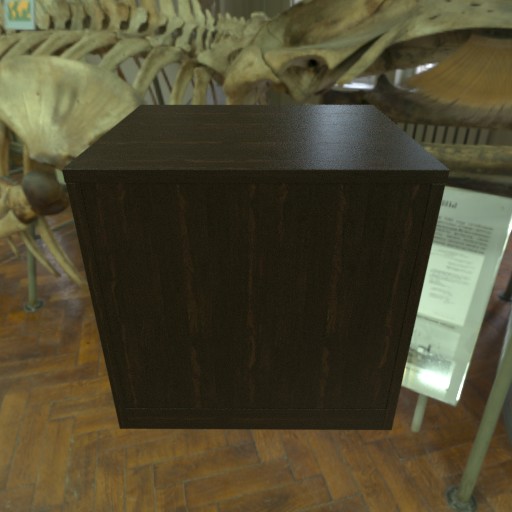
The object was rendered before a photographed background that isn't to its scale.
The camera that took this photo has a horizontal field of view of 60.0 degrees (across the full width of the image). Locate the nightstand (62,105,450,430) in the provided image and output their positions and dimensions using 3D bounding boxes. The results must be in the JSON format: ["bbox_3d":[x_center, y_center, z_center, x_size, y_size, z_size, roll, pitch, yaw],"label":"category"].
[{"bbox_3d":[0.000,0.000,0.862,0.489,0.487,0.427,0,29,0],"label":"nightstand"}]
